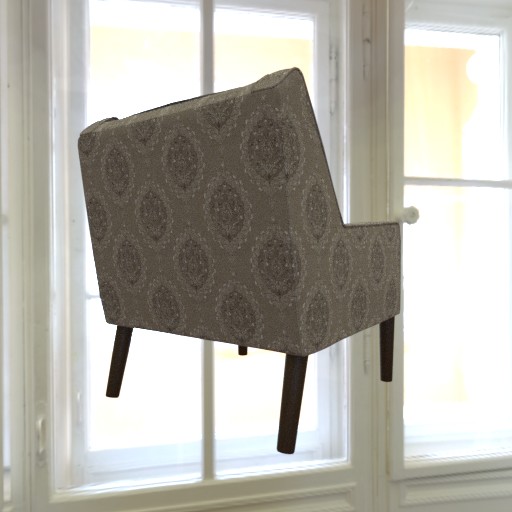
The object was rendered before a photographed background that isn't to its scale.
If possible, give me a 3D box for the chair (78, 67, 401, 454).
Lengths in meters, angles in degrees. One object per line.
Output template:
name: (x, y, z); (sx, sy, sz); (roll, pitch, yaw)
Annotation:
chair: (0.000, 0.000, 1.313); (0.665, 0.797, 0.750); (1, 2, 36)
